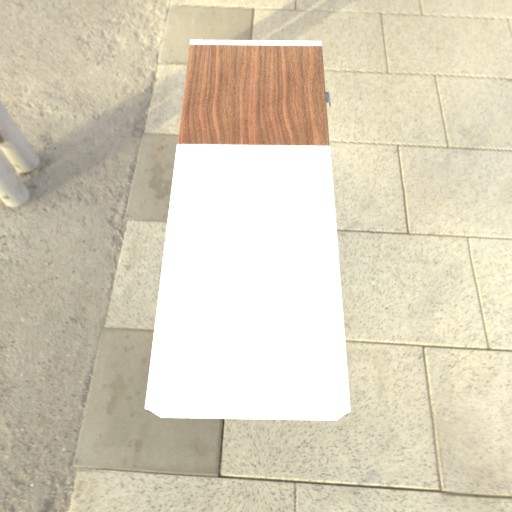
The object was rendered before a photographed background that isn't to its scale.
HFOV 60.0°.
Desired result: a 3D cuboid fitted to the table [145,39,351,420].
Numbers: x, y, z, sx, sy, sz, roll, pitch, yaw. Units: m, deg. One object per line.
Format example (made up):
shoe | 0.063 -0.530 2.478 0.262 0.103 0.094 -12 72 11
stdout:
table | 0.000 0.000 1.452 0.418 0.785 1.066 1 63 0
